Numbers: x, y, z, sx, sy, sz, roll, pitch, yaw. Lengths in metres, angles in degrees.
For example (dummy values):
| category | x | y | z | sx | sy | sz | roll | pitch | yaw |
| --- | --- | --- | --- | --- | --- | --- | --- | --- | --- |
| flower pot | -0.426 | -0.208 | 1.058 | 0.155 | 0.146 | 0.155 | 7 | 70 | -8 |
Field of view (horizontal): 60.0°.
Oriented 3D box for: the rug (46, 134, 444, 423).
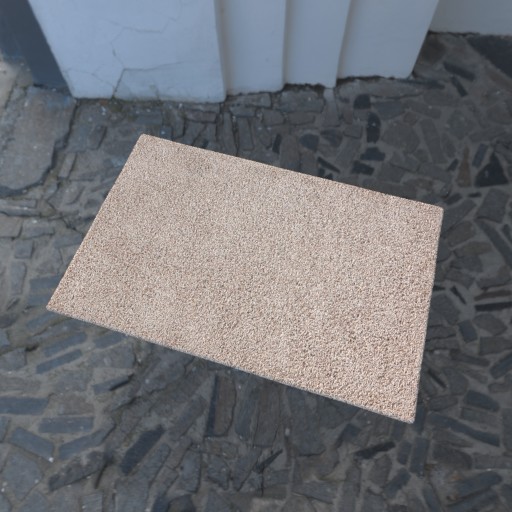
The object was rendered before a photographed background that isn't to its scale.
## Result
| category | x | y | z | sx | sy | sz | roll | pitch | yaw |
| --- | --- | --- | --- | --- | --- | --- | --- | --- | --- |
| rug | 0.000 | 0.000 | 3.508 | 2.743 | 0.030 | 1.778 | 15 | 64 | 8 |
